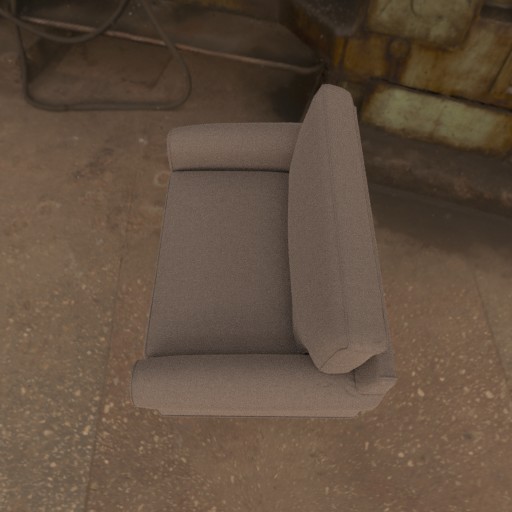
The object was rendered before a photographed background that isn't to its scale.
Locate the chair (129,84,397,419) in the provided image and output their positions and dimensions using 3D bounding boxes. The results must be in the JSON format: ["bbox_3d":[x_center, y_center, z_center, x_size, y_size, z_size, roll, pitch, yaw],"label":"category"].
[{"bbox_3d":[0.000,0.000,2.002,0.930,0.930,1.390,1,59,0],"label":"chair"}]
